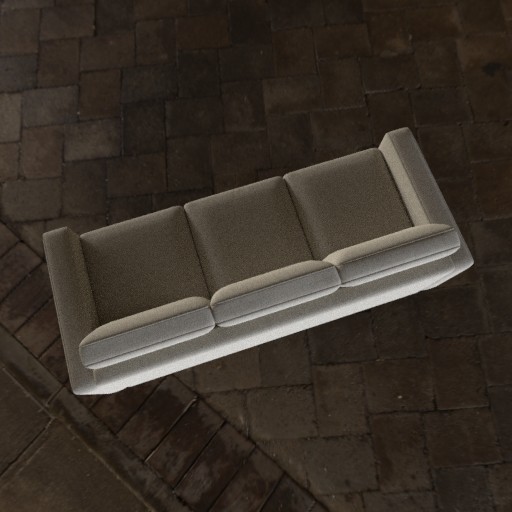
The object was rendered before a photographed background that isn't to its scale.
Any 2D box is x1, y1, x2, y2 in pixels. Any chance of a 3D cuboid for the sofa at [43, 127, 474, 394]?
[{"bbox_3d":[0.000,0.000,2.508,2.160,0.800,0.900,-17,74,-5],"label":"sofa"}]
